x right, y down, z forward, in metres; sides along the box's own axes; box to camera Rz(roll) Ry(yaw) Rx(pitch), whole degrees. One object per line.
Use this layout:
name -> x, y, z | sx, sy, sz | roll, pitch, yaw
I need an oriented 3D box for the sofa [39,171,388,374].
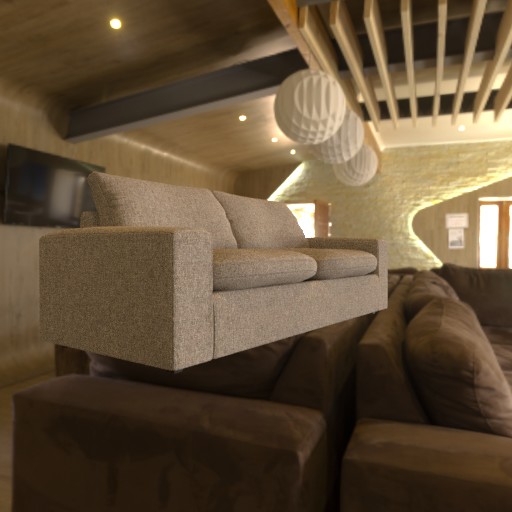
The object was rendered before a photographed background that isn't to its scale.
sofa -> 0.000, 0.000, 2.856 | 1.040, 0.922, 2.299 | 1, 1, 36
